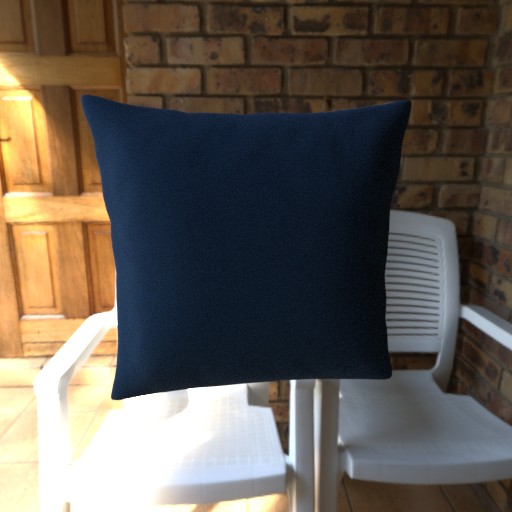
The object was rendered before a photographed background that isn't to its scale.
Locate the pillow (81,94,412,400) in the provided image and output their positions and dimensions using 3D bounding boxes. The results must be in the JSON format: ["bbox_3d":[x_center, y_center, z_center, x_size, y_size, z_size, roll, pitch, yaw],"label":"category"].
[{"bbox_3d":[0.000,0.000,0.753,0.523,0.510,0.166,-2,14,-7],"label":"pillow"}]
